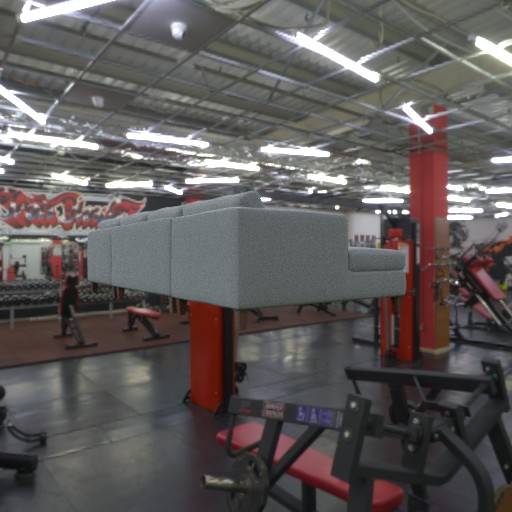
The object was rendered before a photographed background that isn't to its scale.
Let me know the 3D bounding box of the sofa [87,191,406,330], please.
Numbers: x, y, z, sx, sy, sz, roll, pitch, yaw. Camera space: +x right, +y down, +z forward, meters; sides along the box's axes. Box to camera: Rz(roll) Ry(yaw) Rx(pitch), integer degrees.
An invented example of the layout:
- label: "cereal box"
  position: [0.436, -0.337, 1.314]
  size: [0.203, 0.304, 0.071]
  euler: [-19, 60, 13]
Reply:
- label: "sofa"
  position: [0.000, 0.000, 4.551]
  size: [2.551, 0.853, 3.238]
  euler: [0, 0, -35]
